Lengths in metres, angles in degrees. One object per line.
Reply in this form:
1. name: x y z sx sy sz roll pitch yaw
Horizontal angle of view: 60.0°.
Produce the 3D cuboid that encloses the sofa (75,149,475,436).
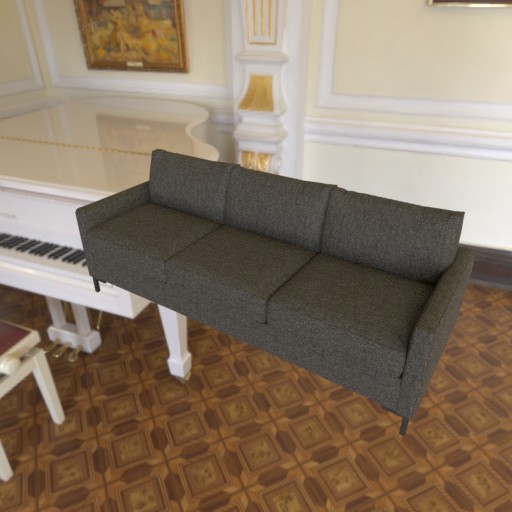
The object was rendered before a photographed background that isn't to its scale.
1. sofa: 0.000 0.000 2.657 2.253 0.879 0.876 18 34 29
